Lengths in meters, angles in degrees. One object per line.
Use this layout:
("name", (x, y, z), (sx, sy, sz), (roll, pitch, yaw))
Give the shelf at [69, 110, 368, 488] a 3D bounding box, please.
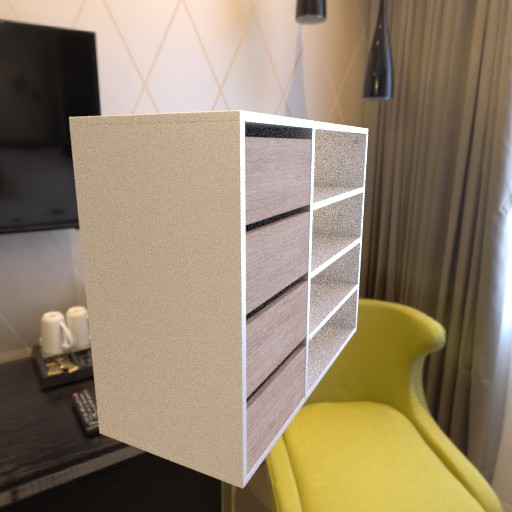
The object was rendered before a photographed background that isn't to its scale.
("shelf", (0.000, 0.000, 1.286), (0.396, 0.732, 0.895), (7, 16, 26))
